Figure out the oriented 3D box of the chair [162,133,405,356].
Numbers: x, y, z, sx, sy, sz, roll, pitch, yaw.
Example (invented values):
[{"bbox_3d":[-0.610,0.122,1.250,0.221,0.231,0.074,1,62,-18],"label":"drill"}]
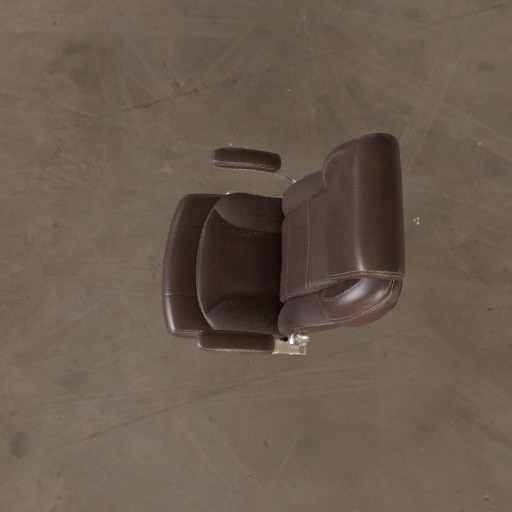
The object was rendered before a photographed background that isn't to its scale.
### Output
[{"bbox_3d":[0.000,0.000,1.653,0.774,1.160,0.733,3,74,1],"label":"chair"}]
